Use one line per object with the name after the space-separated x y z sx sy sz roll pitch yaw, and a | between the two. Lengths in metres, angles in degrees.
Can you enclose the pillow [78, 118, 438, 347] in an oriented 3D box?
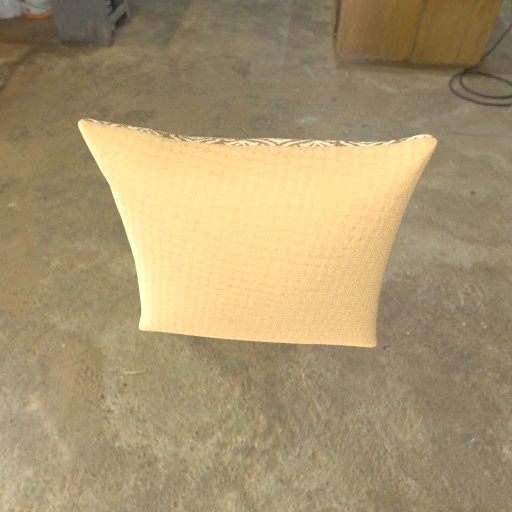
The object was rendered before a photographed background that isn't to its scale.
0.000 0.000 0.643 0.419 0.407 0.173 4 45 4 | pillow
